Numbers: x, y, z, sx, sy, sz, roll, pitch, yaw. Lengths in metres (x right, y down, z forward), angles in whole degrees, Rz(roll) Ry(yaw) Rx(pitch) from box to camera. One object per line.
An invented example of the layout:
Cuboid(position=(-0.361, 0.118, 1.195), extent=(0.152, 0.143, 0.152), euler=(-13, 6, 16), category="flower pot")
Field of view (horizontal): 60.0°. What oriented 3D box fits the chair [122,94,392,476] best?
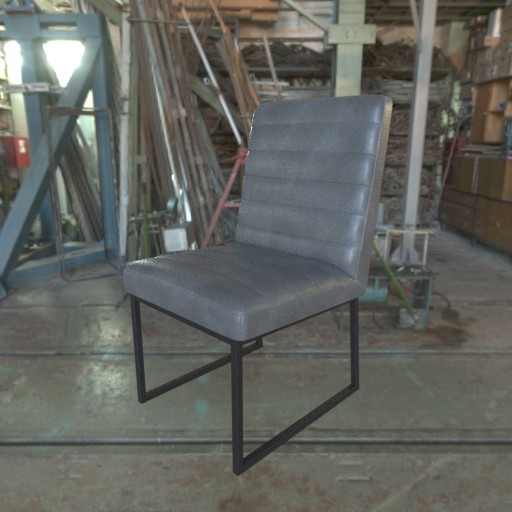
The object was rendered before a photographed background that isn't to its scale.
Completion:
Cuboid(position=(0.000, 0.000, 1.339), extent=(0.520, 0.930, 0.634), euler=(14, 20, 43), category="chair")
